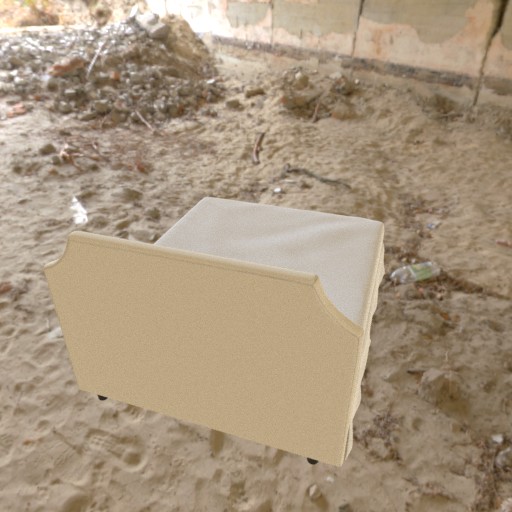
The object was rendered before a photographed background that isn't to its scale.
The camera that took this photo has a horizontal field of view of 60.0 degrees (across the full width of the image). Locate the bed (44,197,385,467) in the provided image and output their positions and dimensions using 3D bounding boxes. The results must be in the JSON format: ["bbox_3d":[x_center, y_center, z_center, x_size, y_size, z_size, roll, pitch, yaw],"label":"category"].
[{"bbox_3d":[0.000,0.000,4.137,2.350,1.590,2.773,10,33,16],"label":"bed"}]
